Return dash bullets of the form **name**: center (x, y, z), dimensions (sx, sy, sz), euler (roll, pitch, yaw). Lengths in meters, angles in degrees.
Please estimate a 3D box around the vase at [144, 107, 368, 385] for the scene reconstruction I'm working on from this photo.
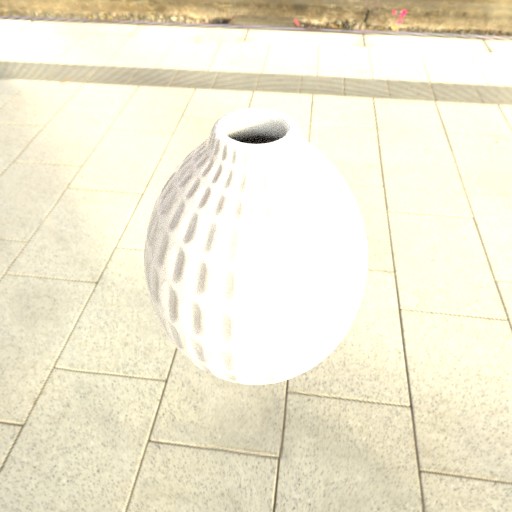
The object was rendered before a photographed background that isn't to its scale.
- **vase**: center (0.000, 0.000, 0.259), dimensions (0.128, 0.167, 0.128), euler (0, 45, 0)
